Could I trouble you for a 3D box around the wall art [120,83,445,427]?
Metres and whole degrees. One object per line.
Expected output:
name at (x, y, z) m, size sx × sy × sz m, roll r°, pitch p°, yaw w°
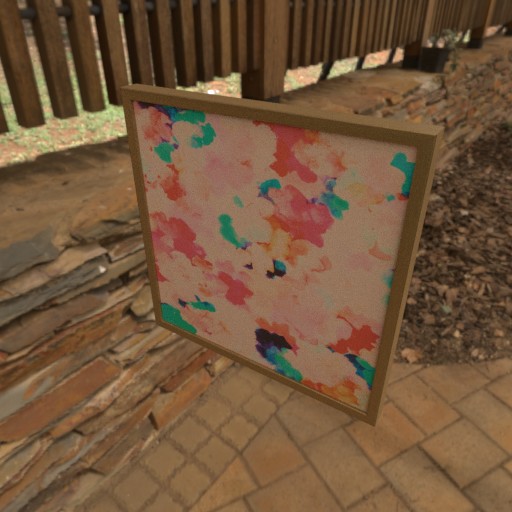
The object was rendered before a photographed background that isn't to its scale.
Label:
wall art at (0.000, 0.000, 0.765) m, size 0.510 × 0.509 × 0.037 m, roll 18°, pitch 36°, yaw 27°
